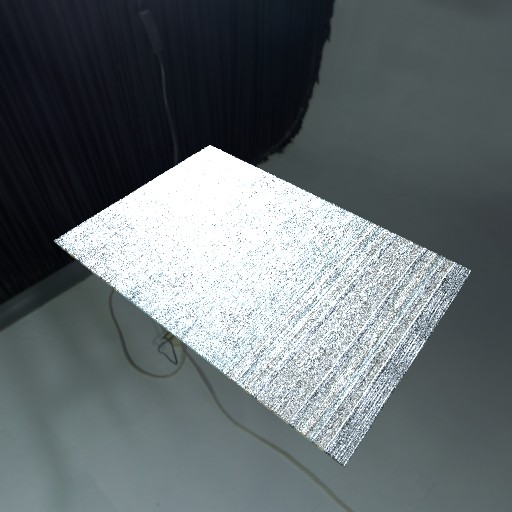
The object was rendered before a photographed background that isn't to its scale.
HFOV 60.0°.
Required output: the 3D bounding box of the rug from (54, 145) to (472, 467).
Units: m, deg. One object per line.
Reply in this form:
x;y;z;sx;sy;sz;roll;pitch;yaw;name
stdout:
0.000;0.000;2.301;1.811;0.010;1.212;31;53;26;rug
